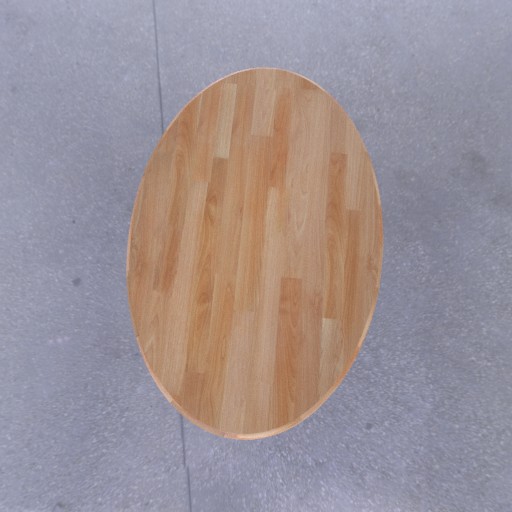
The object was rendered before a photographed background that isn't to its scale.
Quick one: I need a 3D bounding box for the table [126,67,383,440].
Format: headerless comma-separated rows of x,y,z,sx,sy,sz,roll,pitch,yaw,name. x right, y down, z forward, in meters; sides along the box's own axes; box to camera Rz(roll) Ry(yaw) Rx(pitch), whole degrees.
0.000,0.000,1.401,0.690,0.490,1.040,5,75,1,table
